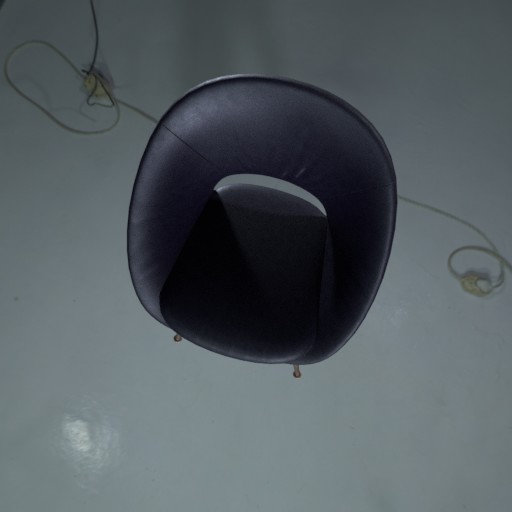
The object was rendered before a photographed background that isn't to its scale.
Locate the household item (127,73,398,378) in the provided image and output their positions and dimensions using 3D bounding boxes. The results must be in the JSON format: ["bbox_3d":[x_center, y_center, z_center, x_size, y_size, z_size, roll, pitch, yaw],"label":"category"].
[{"bbox_3d":[0.000,0.000,1.245,0.623,0.852,0.573,16,76,4],"label":"household item"}]
